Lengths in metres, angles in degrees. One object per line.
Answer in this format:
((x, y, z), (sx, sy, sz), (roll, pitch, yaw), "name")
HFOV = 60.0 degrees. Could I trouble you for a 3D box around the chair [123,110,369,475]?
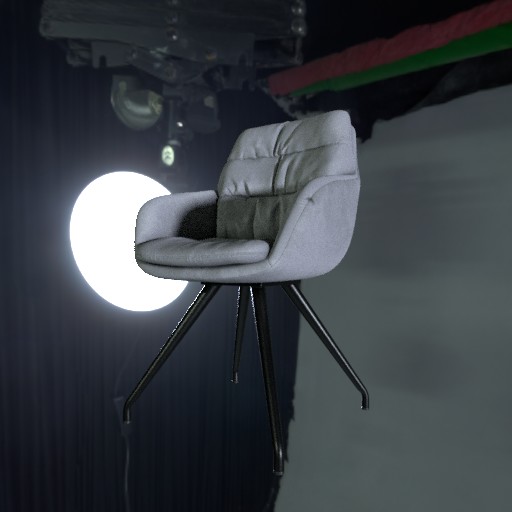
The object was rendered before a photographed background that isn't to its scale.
((0.000, 0.000, 1.252), (0.579, 0.888, 0.569), (0, 0, 35), "chair")
